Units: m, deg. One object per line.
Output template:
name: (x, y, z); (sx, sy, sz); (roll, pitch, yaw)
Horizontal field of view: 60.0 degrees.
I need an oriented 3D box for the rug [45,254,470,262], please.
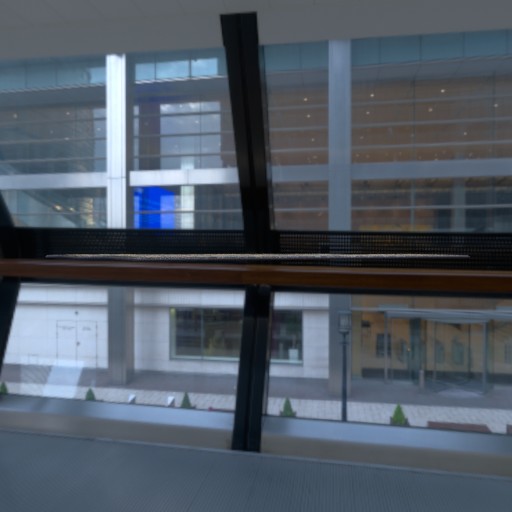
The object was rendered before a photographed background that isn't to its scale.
rug: (0.000, 0.000, 4.704); (3.612, 0.035, 2.716); (0, 1, -36)
